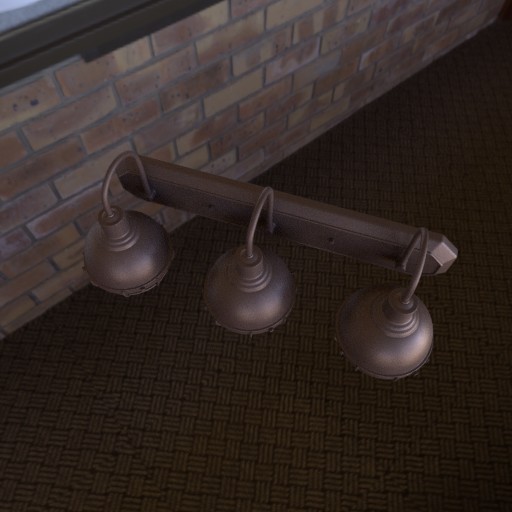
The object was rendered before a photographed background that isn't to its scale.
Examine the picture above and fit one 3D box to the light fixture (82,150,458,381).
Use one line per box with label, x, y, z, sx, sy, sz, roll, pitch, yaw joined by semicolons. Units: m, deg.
light fixture;0.000;0.000;0.743;0.634;0.254;0.229;16;61;9
